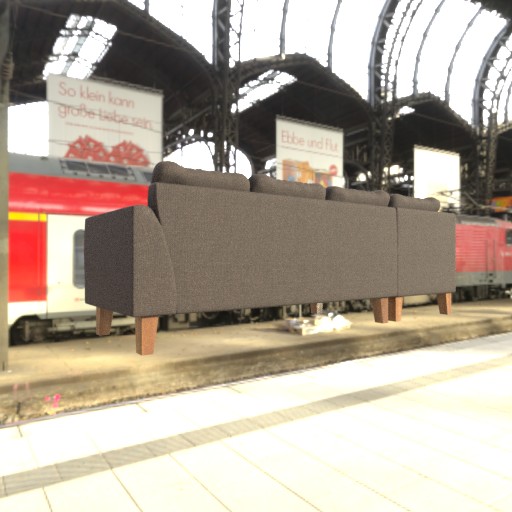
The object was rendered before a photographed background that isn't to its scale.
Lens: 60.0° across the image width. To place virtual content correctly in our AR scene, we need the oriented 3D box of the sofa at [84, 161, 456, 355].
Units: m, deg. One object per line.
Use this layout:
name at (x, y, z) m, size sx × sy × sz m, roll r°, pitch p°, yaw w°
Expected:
sofa at (0.000, 0.000, 3.499) m, size 2.679 × 0.932 × 1.829 m, roll 0°, pitch 0°, yaw -36°
